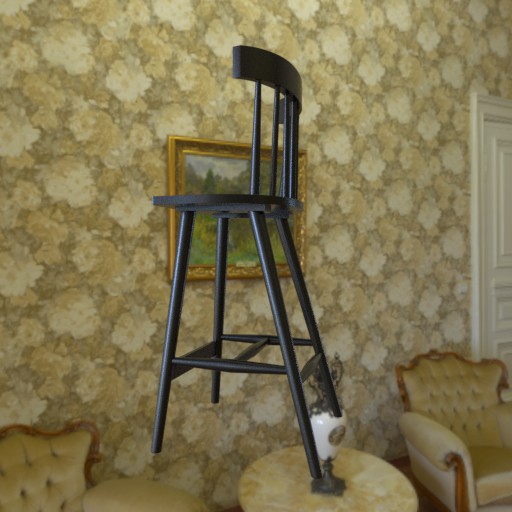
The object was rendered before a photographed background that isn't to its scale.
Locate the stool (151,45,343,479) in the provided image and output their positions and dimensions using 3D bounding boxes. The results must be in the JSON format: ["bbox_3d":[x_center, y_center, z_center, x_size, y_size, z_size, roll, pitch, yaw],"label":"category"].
[{"bbox_3d":[0.000,0.000,1.369,0.483,1.092,0.482,0,1,18],"label":"stool"}]
